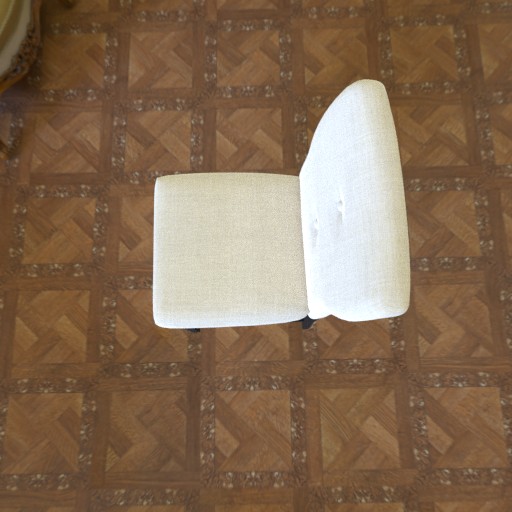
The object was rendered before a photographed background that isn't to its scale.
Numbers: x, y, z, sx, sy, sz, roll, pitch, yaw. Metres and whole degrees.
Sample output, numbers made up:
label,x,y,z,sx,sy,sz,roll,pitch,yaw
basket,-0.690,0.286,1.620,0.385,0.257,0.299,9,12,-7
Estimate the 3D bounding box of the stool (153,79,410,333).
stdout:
label,x,y,z,sx,sy,sz,roll,pitch,yaw
stool,0.000,0.000,1.433,0.603,1.124,0.516,-2,77,-1
